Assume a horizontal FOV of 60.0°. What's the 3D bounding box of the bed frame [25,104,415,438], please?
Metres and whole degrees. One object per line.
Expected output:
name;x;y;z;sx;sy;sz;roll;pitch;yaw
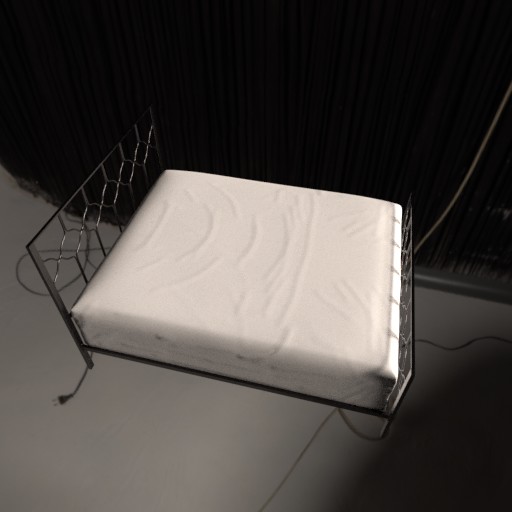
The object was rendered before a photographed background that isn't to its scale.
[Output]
bed frame;0.000;0.000;3.094;2.063;1.222;1.597;10;46;10
